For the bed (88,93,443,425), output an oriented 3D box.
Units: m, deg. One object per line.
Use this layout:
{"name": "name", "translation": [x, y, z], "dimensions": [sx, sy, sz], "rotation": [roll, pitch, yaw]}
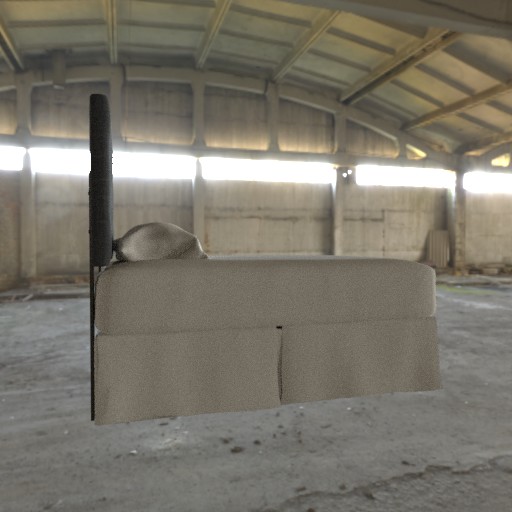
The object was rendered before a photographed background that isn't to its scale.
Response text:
{"name": "bed", "translation": [0.000, 0.000, 2.907], "dimensions": [1.997, 1.571, 1.261], "rotation": [0, 1, -17]}
